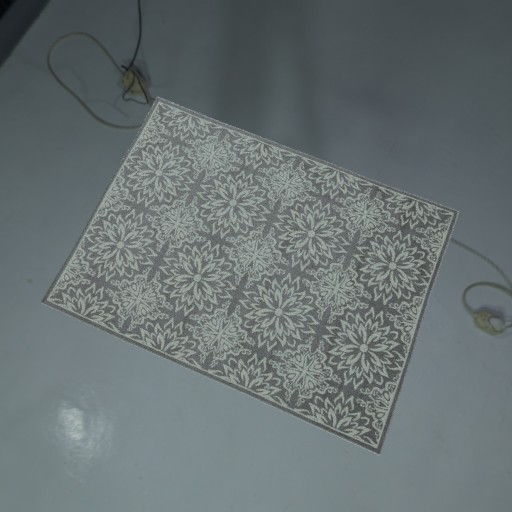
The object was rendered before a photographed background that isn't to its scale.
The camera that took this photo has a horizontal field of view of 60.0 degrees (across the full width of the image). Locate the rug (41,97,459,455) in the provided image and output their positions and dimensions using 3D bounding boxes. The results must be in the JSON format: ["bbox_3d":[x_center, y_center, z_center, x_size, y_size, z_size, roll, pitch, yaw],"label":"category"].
[{"bbox_3d":[0.000,0.000,2.822,2.213,0.014,1.608,22,75,6],"label":"rug"}]
